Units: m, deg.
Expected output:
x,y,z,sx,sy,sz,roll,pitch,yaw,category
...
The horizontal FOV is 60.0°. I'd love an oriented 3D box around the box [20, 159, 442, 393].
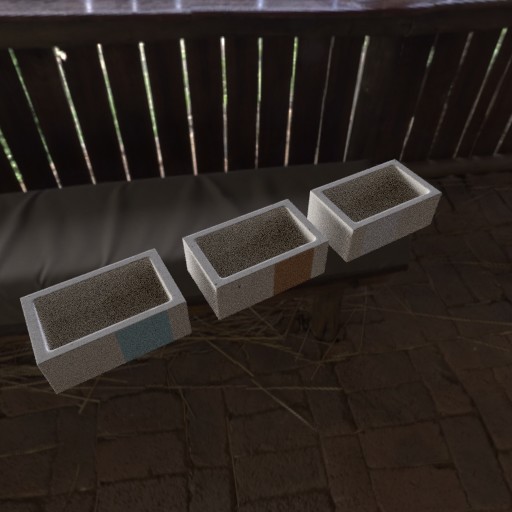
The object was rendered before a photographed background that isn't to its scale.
x,y,z,sx,sy,sz,roll,pitch,yaw,category
0.000,0.000,0.487,0.461,0.051,0.082,-22,50,-20,box
